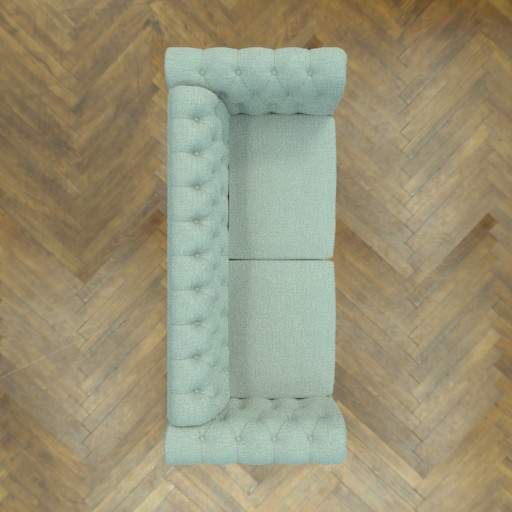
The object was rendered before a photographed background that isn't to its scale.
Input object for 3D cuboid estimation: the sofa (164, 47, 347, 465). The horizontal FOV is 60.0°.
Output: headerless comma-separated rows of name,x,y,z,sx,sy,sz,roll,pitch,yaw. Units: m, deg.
sofa,0.000,0.000,2.221,0.783,0.797,1.798,0,90,0
